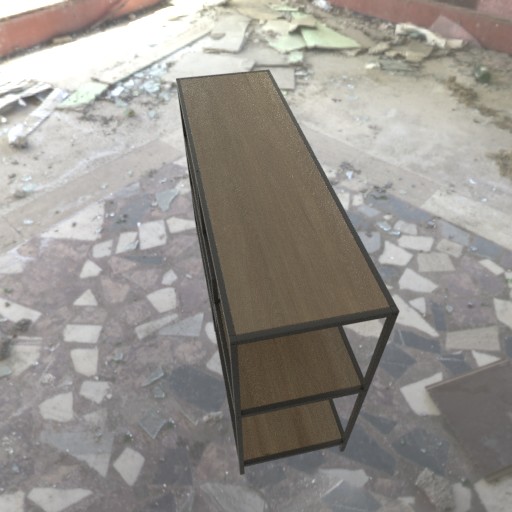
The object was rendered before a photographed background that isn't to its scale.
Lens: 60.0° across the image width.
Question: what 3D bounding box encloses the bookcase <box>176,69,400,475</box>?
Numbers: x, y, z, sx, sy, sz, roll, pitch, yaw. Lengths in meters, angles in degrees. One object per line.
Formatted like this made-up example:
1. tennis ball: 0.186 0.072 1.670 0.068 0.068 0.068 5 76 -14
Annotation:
1. bookcase: 0.000 0.000 1.538 0.350 0.780 1.140 -9 47 -8
